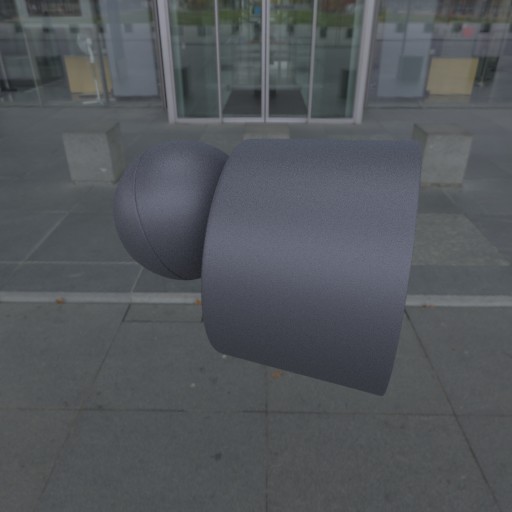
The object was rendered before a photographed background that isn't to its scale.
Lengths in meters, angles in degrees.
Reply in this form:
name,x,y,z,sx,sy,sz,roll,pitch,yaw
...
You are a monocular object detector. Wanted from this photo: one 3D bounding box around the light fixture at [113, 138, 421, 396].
name,x,y,z,sx,sy,sz,roll,pitch,yaw
light fixture,0.000,0.000,0.260,0.160,0.143,0.134,8,31,14
